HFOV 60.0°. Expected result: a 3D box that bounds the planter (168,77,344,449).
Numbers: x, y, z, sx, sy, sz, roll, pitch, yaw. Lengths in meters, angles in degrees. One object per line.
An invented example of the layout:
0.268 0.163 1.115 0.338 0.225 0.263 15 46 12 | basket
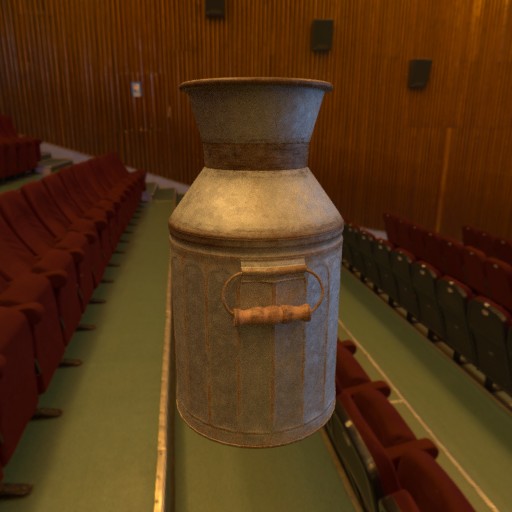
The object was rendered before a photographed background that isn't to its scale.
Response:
0.000 0.000 0.549 0.214 0.396 0.245 -3 16 -10 | planter
